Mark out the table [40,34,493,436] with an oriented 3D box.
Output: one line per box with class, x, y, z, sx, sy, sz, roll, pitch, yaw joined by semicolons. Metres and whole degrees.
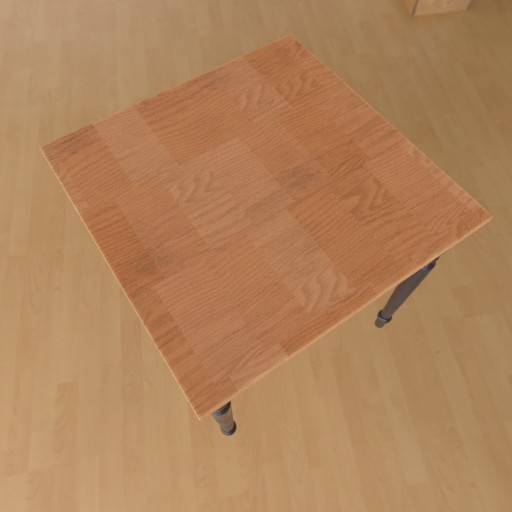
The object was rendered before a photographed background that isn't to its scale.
table;0.000;0.000;1.339;0.747;0.738;0.747;-31;66;-15
